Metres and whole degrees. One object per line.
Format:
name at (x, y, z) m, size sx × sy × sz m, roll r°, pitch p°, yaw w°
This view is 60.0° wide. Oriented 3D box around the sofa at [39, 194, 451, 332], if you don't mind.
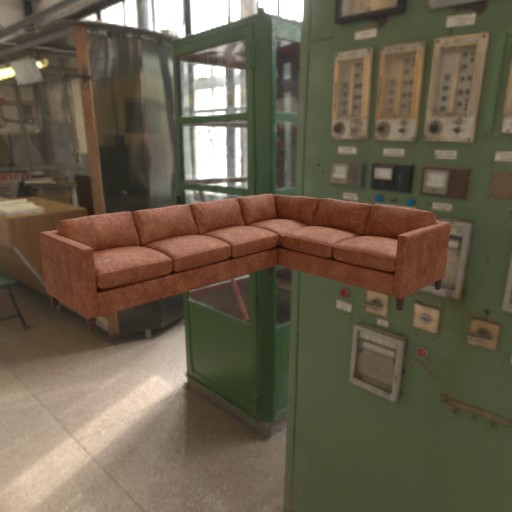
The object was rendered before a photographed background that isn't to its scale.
sofa at (0.000, 0.000, 4.309) m, size 3.167 × 0.838 × 2.438 m, roll -14°, pitch 21°, yaw -43°
